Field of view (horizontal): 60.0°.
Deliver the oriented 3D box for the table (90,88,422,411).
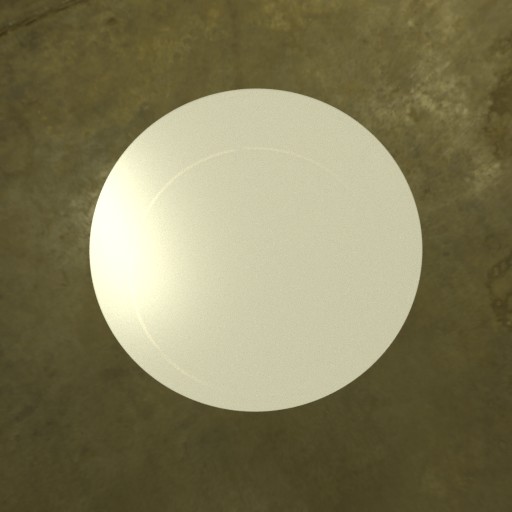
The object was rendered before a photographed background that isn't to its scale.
[{"bbox_3d":[0.000,0.000,1.443,0.914,0.470,0.914,0,76,0],"label":"table"}]
